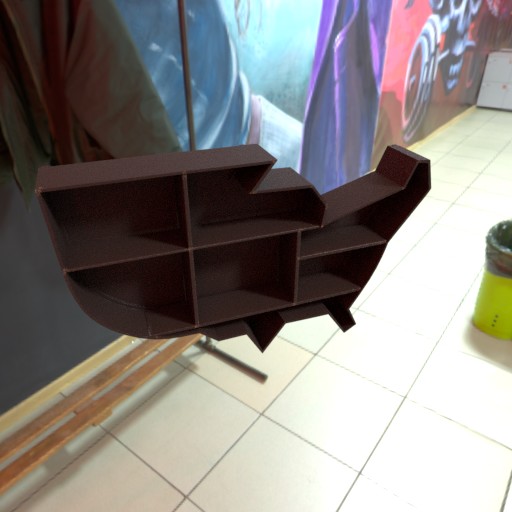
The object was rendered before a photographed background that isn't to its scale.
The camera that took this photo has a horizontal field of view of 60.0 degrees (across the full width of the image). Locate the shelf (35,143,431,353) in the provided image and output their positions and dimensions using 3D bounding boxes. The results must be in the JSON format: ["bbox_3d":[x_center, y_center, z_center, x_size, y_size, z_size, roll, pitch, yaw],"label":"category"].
[{"bbox_3d":[0.000,0.000,0.912,0.729,0.439,0.112,-11,32,-17],"label":"shelf"}]
